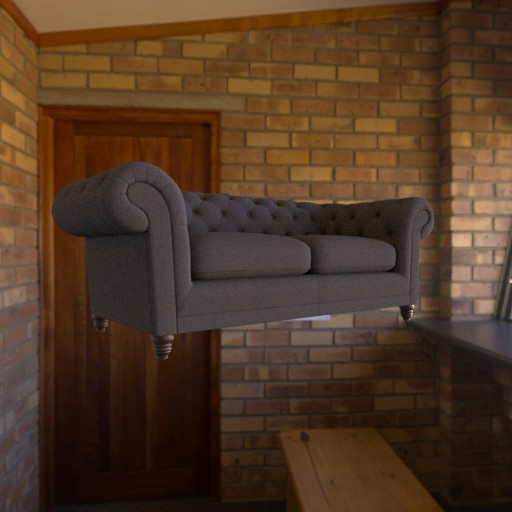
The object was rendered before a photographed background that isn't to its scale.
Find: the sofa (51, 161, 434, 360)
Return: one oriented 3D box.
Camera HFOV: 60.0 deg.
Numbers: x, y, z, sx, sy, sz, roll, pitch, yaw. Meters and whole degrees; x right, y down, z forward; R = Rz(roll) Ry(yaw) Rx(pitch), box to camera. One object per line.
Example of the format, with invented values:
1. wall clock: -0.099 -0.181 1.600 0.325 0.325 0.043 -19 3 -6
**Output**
1. sofa: 0.000 0.000 2.475 1.998 0.764 0.986 0 1 -37
